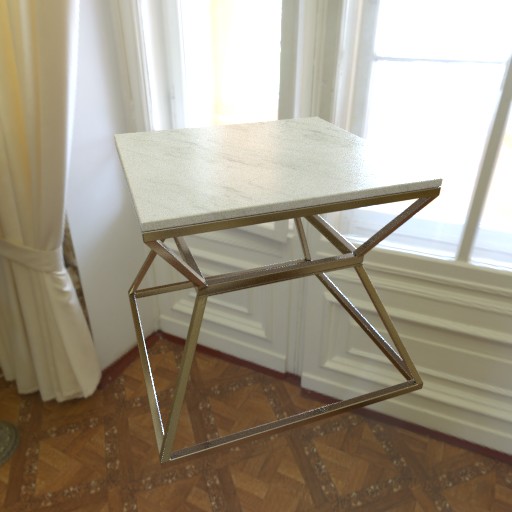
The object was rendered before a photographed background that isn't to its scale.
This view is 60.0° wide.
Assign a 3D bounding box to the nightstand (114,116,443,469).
[{"bbox_3d":[0.000,0.000,0.901,0.513,0.426,0.514,-10,32,-17],"label":"nightstand"}]
